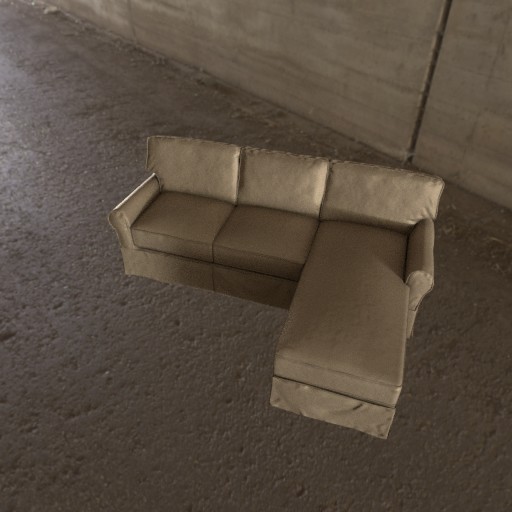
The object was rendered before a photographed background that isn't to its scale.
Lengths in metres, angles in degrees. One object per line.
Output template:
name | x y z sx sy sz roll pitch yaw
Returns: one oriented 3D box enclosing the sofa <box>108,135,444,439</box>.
sofa | 0.000 0.000 3.261 2.475 0.978 1.733 12 41 14
